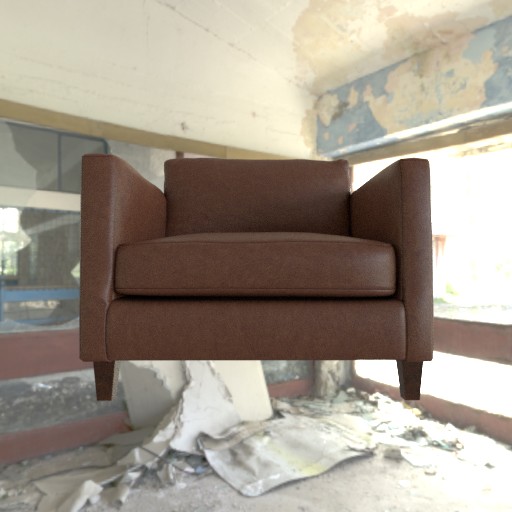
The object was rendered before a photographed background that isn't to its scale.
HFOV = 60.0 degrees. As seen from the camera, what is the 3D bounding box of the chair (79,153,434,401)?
[{"bbox_3d":[0.000,0.000,1.786,1.107,0.917,0.959,0,-1,0],"label":"chair"}]
